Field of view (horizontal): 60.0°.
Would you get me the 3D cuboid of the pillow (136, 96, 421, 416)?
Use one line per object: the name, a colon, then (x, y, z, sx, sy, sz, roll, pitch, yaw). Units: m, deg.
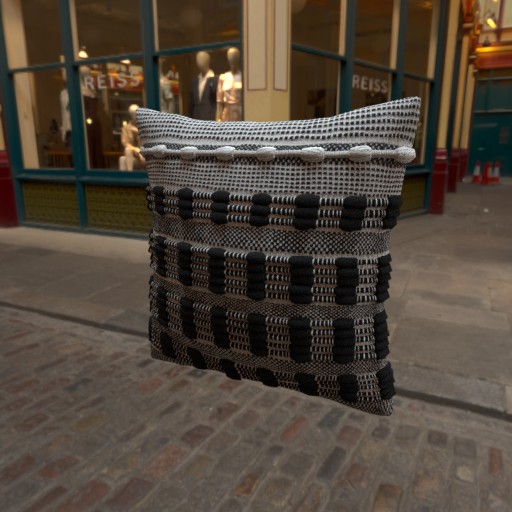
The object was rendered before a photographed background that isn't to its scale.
pillow: (0.000, 0.000, 0.668, 0.436, 0.438, 0.156, 7, 16, 25)
